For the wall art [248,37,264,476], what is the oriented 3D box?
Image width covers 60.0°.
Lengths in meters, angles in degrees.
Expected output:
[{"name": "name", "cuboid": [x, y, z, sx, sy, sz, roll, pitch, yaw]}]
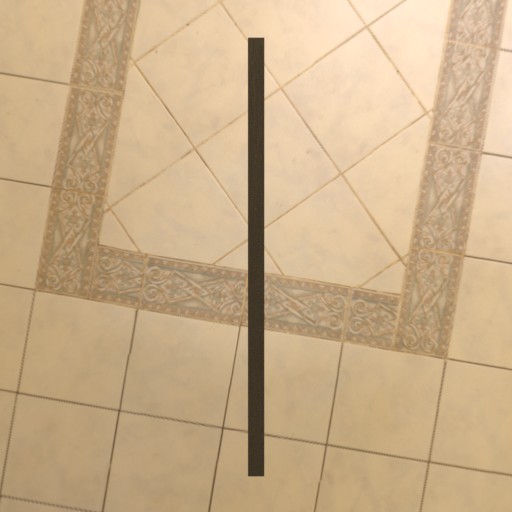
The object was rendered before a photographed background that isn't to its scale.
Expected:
[{"name": "wall art", "cuboid": [0.000, 0.000, 1.533, 0.038, 1.016, 1.016, 0, 91, 0]}]
